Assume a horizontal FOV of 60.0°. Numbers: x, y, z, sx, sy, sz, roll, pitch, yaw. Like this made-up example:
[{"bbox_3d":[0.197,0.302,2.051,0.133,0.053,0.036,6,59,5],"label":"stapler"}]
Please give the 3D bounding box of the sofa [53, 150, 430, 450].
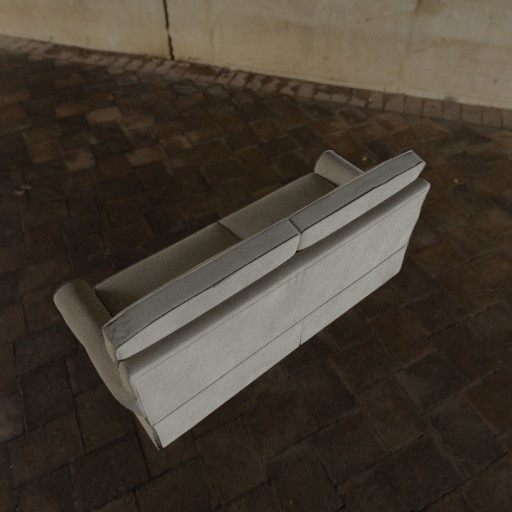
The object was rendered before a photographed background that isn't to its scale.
[{"bbox_3d":[0.000,0.000,2.770,2.246,1.014,0.900,-31,54,-26],"label":"sofa"}]
